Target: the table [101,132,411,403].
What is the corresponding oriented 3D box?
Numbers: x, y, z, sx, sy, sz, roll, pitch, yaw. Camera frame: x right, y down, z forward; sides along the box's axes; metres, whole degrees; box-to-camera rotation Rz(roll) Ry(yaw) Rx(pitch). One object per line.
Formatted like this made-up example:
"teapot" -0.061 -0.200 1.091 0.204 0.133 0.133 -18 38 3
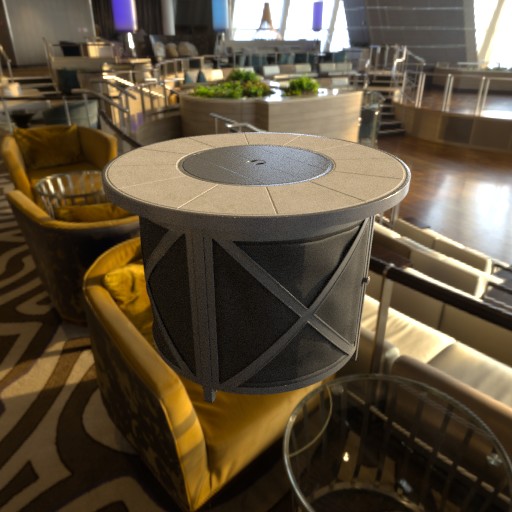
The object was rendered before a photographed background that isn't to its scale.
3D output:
"table" 0.000 0.000 1.518 0.914 0.650 0.914 0 27 0
